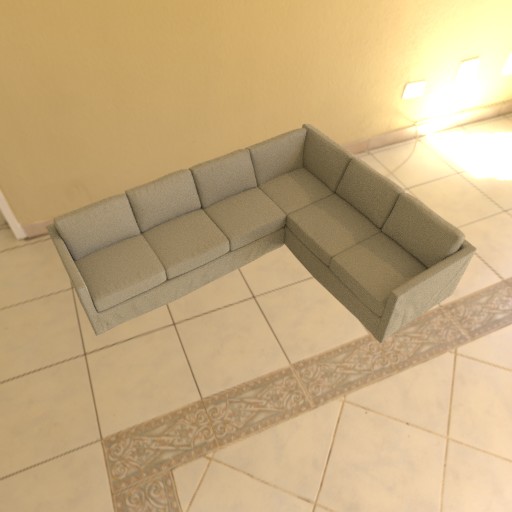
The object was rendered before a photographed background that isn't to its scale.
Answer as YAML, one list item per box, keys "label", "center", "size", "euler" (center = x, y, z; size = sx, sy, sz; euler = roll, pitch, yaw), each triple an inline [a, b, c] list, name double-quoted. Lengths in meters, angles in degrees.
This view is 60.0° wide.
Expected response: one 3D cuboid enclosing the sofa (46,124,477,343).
- label: "sofa"
  center: [0.000, 0.000, 4.252]
  size: [3.182, 0.871, 2.432]
  euler: [-25, 52, -22]
